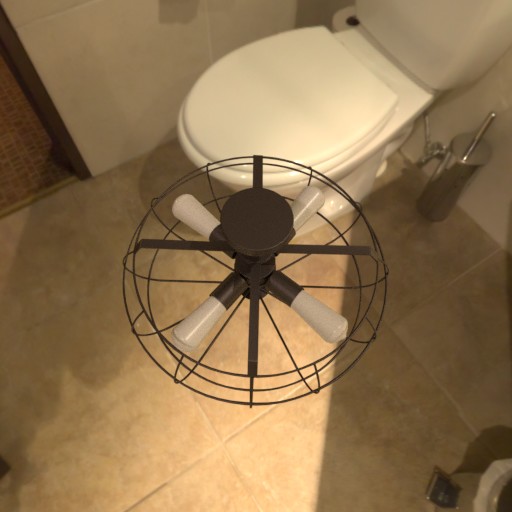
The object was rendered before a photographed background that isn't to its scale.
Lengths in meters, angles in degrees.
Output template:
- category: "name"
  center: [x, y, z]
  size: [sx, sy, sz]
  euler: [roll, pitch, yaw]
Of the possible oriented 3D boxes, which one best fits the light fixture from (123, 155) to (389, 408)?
- category: "light fixture"
  center: [0.000, 0.000, 0.929]
  size: [0.582, 0.311, 0.582]
  euler: [0, 63, 0]
